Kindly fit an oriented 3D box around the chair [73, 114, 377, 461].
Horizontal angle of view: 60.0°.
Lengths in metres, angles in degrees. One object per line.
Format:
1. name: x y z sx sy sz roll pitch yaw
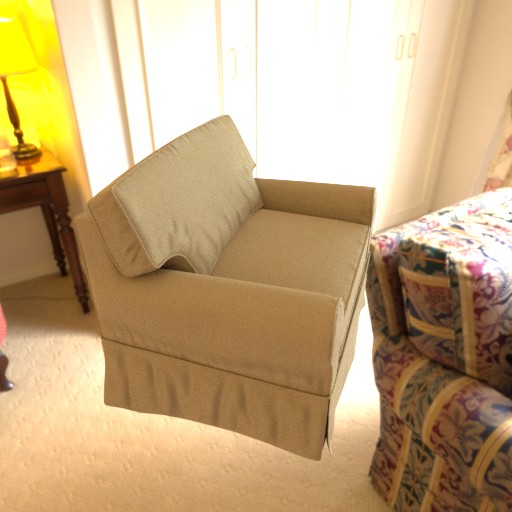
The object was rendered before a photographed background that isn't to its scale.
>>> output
1. chair: 0.000 0.000 1.823 0.903 0.937 1.096 10 33 17
